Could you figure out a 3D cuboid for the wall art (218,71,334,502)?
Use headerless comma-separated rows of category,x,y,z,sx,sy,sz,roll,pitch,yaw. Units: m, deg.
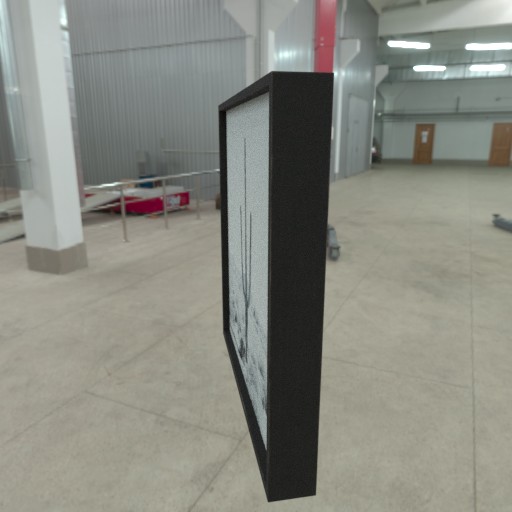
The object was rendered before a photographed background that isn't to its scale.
wall art,0.000,0.000,0.444,0.038,0.305,0.305,-3,15,-10
